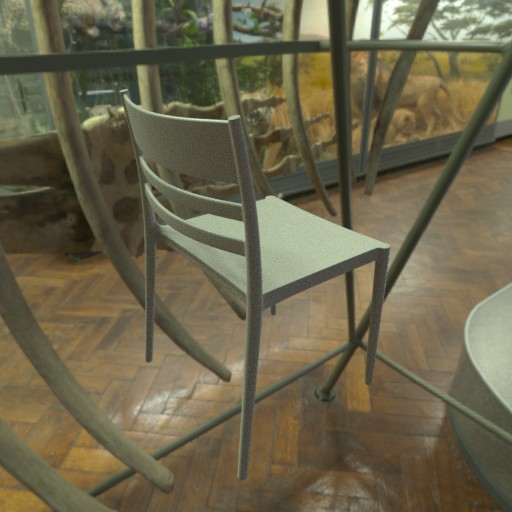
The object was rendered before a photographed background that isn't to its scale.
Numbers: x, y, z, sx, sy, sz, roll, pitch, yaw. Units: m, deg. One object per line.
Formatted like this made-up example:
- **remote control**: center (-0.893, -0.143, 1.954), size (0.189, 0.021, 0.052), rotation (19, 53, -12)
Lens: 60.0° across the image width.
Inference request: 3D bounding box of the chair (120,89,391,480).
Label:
- **chair**: center (0.000, 0.000, 1.148), size (0.511, 0.800, 0.531), rotation (-19, 32, -32)
